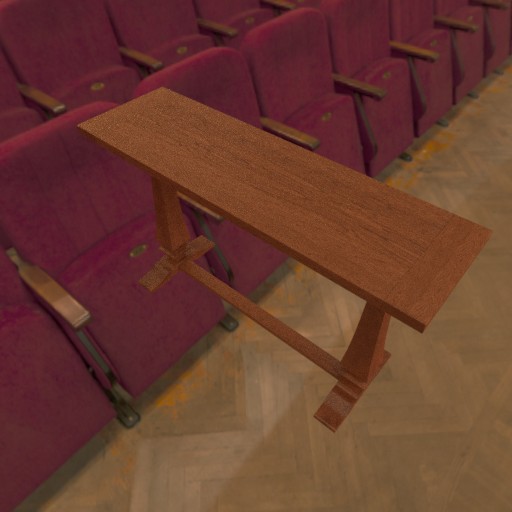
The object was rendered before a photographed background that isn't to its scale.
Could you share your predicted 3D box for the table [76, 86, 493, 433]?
[{"bbox_3d":[0.000,0.000,1.841,1.478,0.852,0.461,31,53,27],"label":"table"}]
